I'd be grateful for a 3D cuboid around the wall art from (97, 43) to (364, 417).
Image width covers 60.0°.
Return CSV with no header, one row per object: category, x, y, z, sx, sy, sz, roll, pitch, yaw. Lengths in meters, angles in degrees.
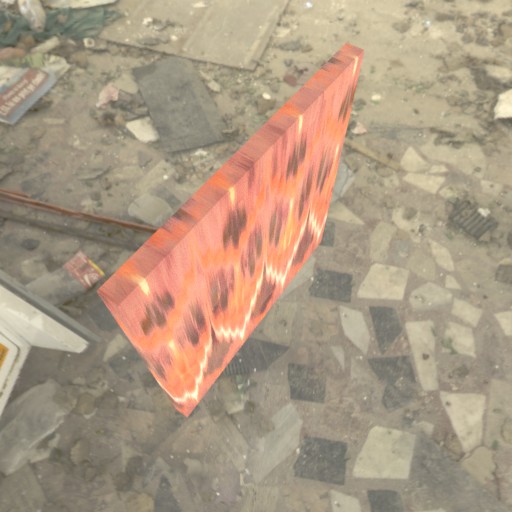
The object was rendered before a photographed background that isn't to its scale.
wall art,0.000,0.000,0.908,0.037,0.609,0.603,31,63,18
